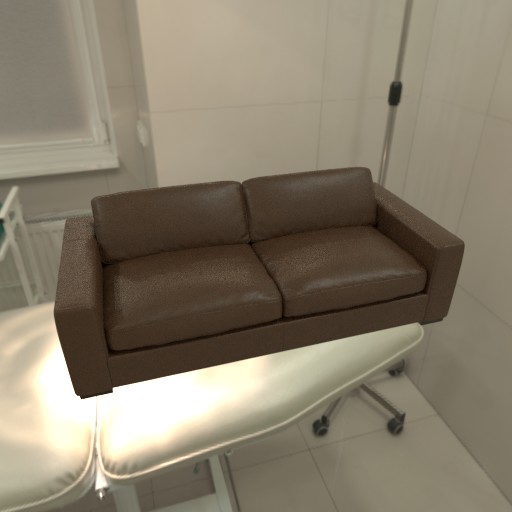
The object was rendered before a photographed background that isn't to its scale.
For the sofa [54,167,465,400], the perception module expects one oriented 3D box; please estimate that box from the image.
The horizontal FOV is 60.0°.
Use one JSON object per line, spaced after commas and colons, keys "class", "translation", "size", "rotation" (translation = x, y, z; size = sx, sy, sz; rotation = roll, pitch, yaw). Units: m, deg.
{"class": "sofa", "translation": [0.000, 0.000, 2.792], "size": [2.262, 0.801, 1.070], "rotation": [-9, 31, -15]}
